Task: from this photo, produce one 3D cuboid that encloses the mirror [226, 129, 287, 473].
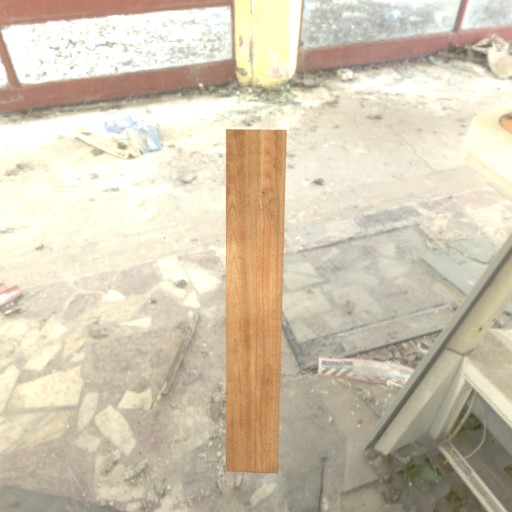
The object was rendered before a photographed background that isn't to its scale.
[{"bbox_3d":[0.000,0.000,0.902,0.100,0.548,0.631,1,41,1],"label":"mirror"}]
